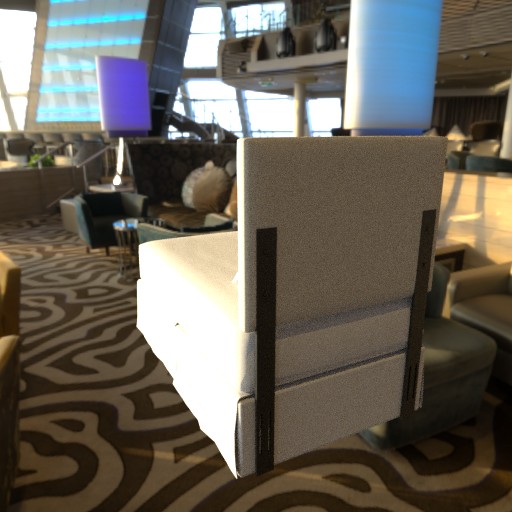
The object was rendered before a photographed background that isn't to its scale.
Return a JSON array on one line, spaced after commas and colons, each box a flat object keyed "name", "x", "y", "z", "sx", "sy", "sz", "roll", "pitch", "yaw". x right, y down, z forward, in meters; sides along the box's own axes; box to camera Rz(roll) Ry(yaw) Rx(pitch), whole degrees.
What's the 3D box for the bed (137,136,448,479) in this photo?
[{"name": "bed", "x": 0.000, "y": 0.000, "z": 2.981, "sx": 1.261, "sy": 1.571, "sz": 1.997, "roll": -8, "pitch": 18, "yaw": -27}]
